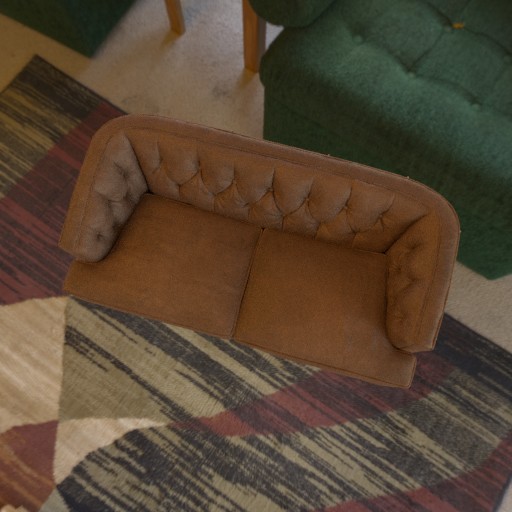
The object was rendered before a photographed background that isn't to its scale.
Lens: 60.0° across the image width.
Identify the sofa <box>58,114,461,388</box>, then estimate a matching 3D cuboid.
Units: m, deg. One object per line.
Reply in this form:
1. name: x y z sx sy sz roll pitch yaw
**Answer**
1. sofa: 0.000 0.000 2.276 1.767 0.799 0.917 15 76 4
